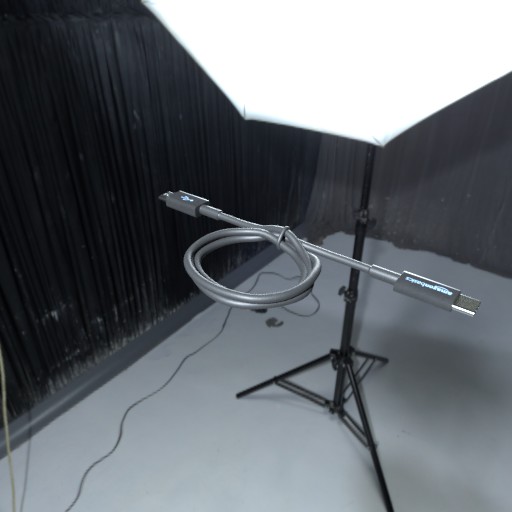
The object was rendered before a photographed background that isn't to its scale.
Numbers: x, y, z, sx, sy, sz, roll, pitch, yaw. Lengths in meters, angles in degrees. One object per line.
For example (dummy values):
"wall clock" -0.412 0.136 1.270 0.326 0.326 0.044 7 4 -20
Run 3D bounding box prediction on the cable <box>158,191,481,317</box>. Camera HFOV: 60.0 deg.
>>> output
"cable" 0.000 0.000 0.215 0.192 0.014 0.070 22 38 31
